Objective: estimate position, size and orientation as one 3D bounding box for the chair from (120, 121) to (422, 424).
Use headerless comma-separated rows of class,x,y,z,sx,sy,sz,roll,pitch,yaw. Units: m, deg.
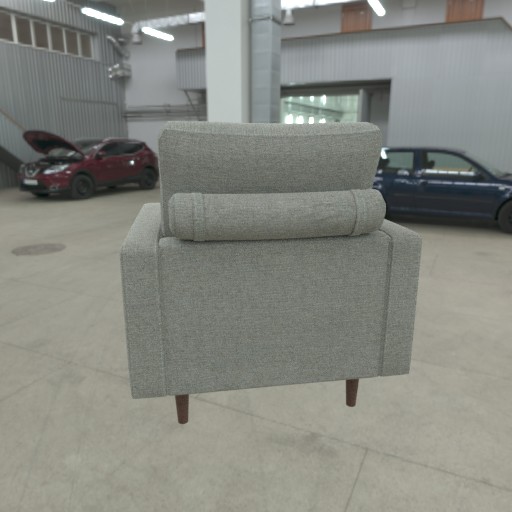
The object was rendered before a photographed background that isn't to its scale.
chair,0.000,0.000,1.548,0.821,0.880,0.843,-2,15,-9
